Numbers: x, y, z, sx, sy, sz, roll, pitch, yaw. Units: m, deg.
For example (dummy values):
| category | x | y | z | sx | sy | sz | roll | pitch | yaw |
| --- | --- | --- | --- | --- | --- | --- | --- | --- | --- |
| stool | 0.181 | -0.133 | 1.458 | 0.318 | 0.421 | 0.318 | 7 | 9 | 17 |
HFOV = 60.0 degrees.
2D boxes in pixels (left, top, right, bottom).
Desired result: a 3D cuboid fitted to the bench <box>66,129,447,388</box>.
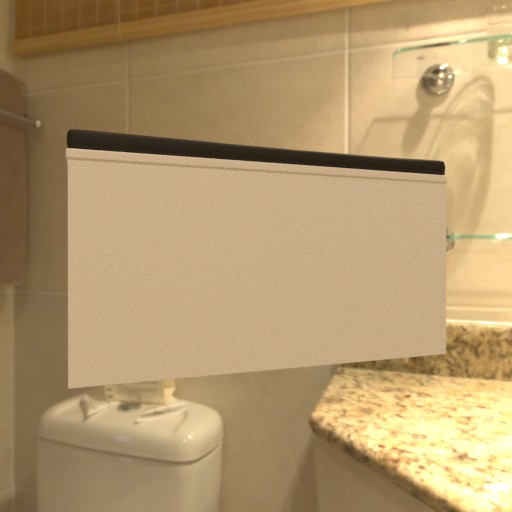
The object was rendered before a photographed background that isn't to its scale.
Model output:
| category | x | y | z | sx | sy | sz | roll | pitch | yaw |
| --- | --- | --- | --- | --- | --- | --- | --- | --- | --- |
| bench | 0.000 | 0.000 | 1.172 | 0.899 | 0.500 | 0.401 | 0 | 0 | -19 |
